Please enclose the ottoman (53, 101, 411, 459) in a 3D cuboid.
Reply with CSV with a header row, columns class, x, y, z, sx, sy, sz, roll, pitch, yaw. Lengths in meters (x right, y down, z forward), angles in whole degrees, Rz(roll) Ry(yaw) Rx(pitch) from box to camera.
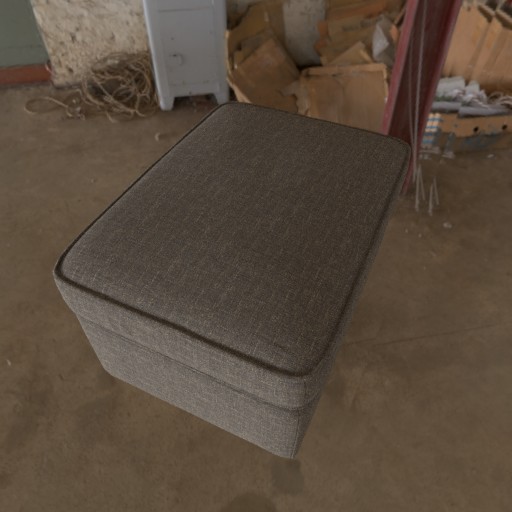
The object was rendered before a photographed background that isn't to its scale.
class,x,y,z,sx,sy,sz,roll,pitch,yaw
ottoman,0.000,0.000,1.096,0.549,0.450,0.749,19,50,17
